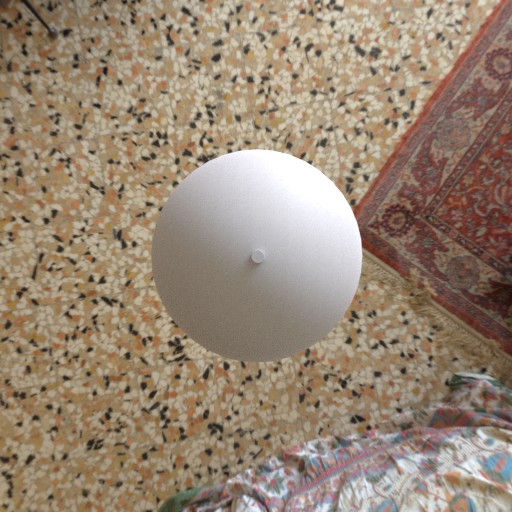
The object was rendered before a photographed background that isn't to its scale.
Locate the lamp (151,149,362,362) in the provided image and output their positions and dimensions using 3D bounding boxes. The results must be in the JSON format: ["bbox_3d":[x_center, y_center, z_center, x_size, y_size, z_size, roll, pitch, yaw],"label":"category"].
[{"bbox_3d":[0.000,0.000,0.440,0.171,0.330,0.171,0,90,0],"label":"lamp"}]
